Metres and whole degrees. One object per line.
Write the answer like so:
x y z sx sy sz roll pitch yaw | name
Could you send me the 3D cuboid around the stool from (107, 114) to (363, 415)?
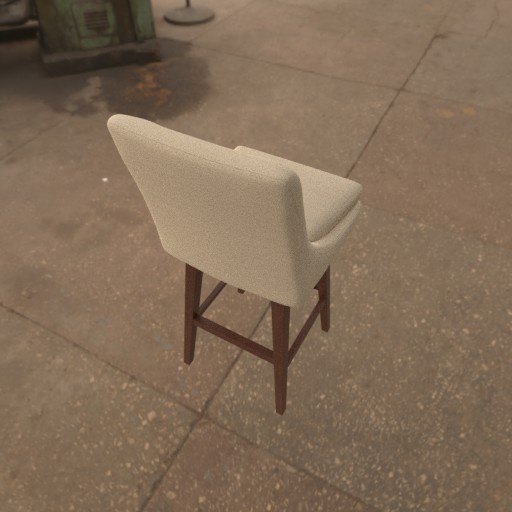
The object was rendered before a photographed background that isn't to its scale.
0.000 0.000 1.406 0.483 1.093 0.559 22 50 20 | stool
